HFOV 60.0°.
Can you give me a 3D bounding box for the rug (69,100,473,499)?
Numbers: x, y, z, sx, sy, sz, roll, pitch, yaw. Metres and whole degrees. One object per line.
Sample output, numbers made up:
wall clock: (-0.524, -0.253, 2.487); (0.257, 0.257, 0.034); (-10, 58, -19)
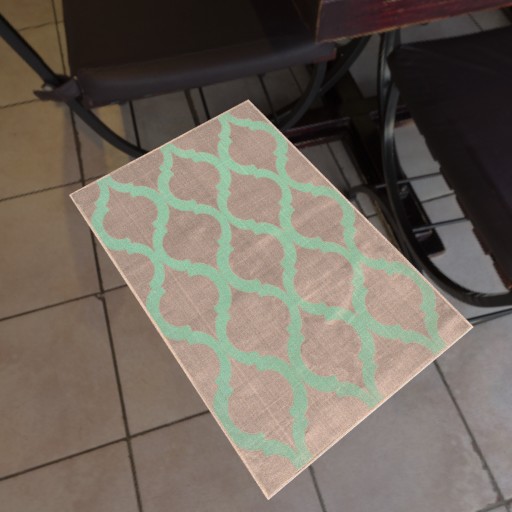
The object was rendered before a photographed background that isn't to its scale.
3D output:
rug: (0.000, 0.000, 2.845); (1.524, 0.006, 2.286); (-33, 68, -16)
